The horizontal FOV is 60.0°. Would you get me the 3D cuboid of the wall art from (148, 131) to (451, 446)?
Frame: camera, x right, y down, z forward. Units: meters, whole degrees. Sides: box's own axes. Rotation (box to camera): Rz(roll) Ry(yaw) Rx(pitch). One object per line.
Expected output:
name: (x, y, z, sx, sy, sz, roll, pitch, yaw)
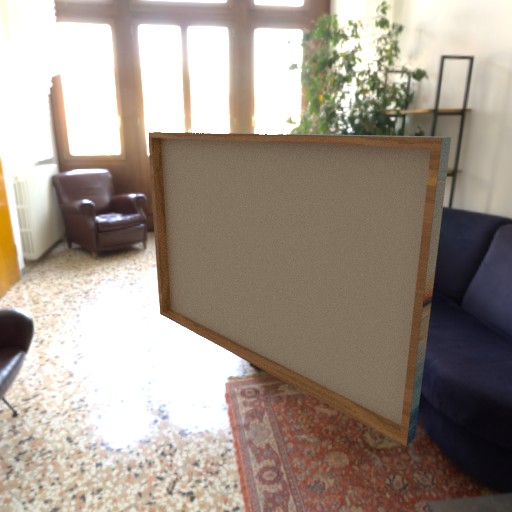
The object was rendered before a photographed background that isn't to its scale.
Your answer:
wall art: (0.000, 0.000, 1.136, 0.037, 0.605, 0.911, -15, 22, -42)
